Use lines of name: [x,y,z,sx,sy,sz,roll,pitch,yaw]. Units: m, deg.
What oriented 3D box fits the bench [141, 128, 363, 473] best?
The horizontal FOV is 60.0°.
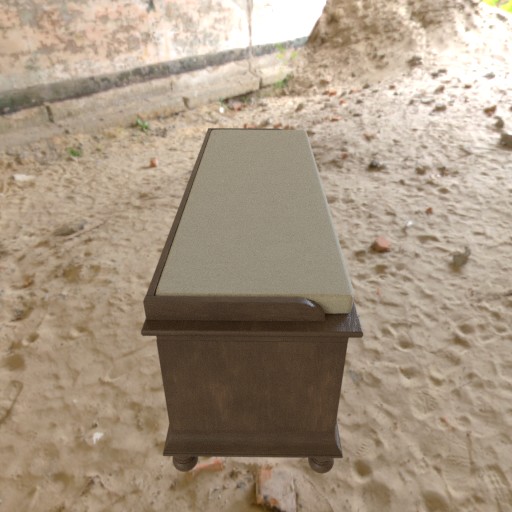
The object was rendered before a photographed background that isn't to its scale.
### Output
bench: [0.000,0.000,1.408,0.402,0.501,1.185,0,32,1]
